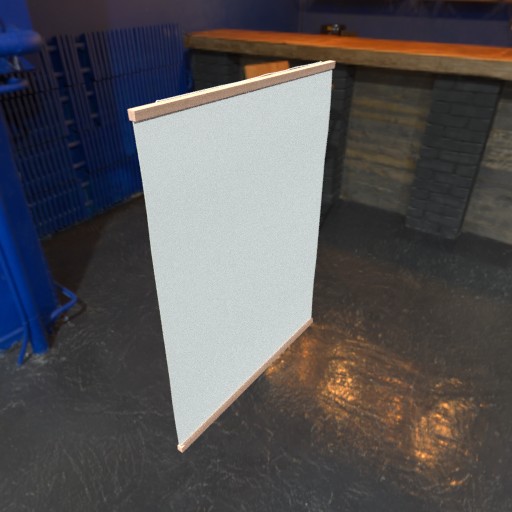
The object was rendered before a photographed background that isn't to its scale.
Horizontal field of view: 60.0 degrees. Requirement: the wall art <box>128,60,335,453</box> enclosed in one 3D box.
[{"bbox_3d":[0.000,0.000,1.331,0.020,1.013,0.758,22,38,31],"label":"wall art"}]
